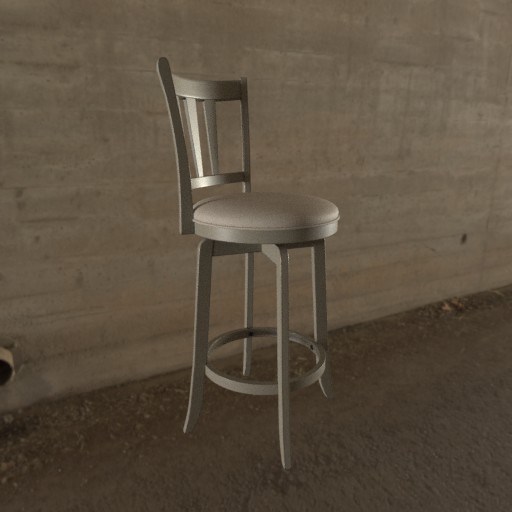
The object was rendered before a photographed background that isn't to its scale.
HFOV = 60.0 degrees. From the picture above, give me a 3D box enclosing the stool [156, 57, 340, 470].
[{"bbox_3d":[0.000,0.000,1.303,0.475,1.042,0.436,8,17,26],"label":"stool"}]
